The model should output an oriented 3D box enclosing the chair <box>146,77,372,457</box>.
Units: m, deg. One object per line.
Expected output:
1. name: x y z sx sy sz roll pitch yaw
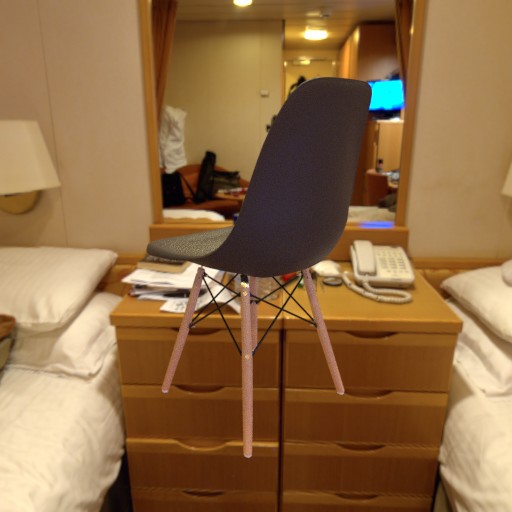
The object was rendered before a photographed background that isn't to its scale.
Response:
1. chair: 0.000 0.000 1.157 0.470 0.825 0.533 -15 22 -42
